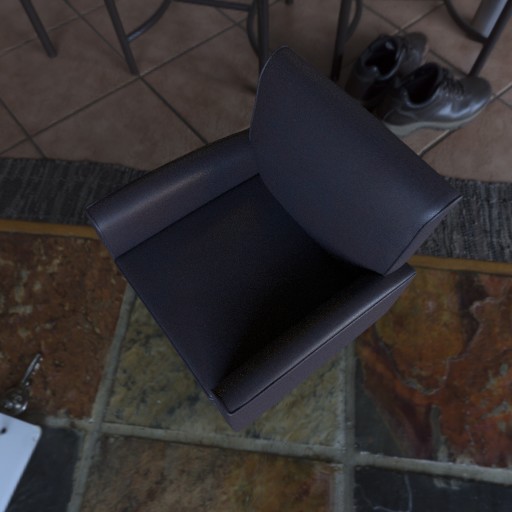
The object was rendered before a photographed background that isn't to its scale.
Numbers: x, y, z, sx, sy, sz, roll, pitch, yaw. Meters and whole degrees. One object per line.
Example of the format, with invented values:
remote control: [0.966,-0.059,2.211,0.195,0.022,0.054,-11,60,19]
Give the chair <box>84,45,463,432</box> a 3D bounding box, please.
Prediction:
chair: [0.000,0.000,1.561,0.819,0.916,0.820,-35,68,-16]
